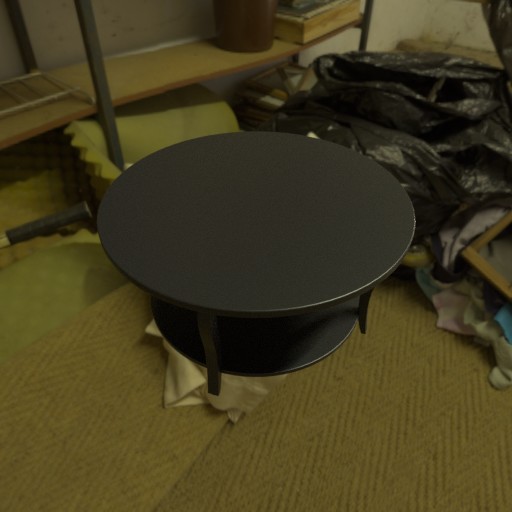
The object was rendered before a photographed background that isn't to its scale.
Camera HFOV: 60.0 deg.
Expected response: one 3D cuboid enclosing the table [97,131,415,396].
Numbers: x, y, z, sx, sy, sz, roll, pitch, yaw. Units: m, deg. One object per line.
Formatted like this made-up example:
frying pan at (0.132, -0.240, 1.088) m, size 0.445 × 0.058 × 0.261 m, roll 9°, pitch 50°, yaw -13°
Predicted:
table at (0.000, 0.000, 1.465) m, size 0.914 × 0.457 × 0.914 m, roll 0°, pitch 40°, yaw 0°
